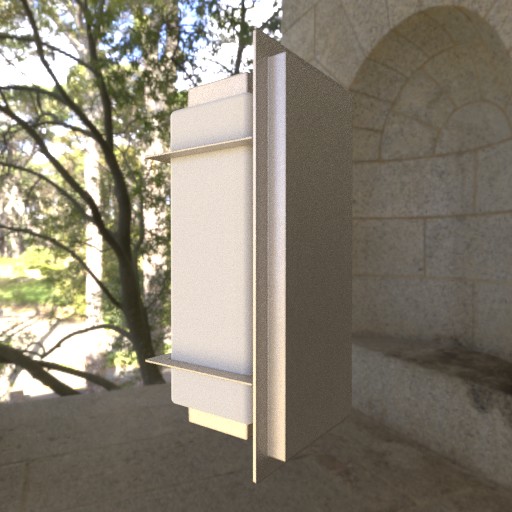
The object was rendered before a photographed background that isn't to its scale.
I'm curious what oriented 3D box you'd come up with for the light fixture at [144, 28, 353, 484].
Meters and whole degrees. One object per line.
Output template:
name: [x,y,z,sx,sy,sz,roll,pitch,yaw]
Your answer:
light fixture: [0.000,0.000,0.472,0.160,0.380,0.168,1,1,36]
